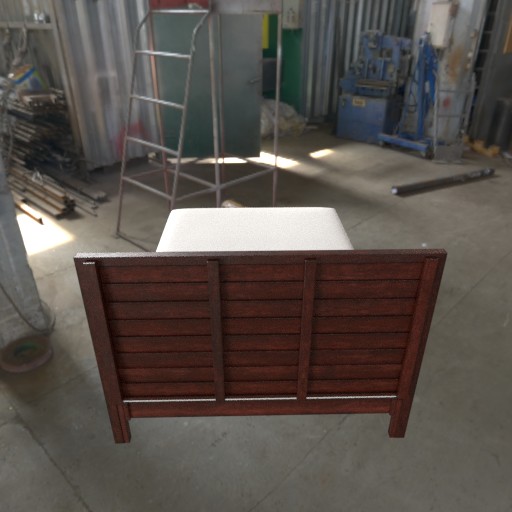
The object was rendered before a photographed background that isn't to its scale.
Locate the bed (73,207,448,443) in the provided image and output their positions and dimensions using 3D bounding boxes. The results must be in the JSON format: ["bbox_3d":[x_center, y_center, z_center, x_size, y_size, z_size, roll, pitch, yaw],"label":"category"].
[{"bbox_3d":[0.000,0.000,3.964,2.040,1.492,2.803,-1,29,-1],"label":"bed"}]
